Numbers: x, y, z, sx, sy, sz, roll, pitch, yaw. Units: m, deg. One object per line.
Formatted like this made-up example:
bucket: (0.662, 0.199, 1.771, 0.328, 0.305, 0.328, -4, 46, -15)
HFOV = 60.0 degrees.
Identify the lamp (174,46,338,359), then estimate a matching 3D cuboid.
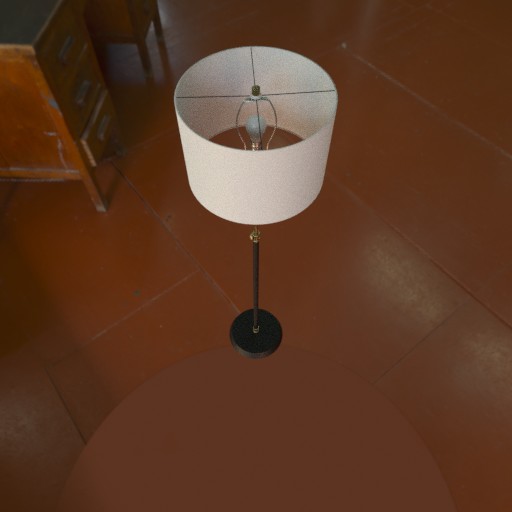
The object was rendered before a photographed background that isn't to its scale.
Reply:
lamp: (0.000, 0.000, 1.722, 0.404, 1.517, 0.404, -3, 57, -2)
